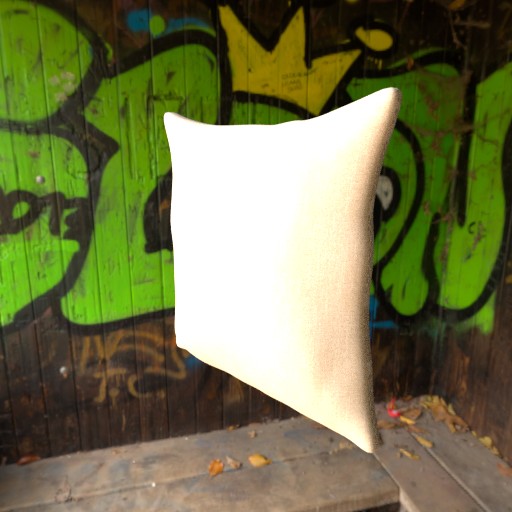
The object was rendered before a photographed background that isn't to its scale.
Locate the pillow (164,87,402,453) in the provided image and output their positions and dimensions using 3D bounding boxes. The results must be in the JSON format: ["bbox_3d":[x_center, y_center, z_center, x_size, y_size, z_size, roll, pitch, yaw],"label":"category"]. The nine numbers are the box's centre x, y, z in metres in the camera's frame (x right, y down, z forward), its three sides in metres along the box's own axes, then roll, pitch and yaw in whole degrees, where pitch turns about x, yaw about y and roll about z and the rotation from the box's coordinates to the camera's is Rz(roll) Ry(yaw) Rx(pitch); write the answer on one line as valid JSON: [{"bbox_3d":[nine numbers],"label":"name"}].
[{"bbox_3d":[0.000,0.000,0.658,0.138,0.432,0.436,-13,18,-42],"label":"pillow"}]
